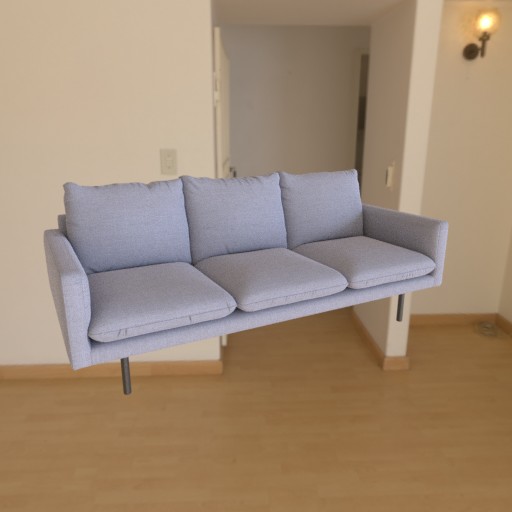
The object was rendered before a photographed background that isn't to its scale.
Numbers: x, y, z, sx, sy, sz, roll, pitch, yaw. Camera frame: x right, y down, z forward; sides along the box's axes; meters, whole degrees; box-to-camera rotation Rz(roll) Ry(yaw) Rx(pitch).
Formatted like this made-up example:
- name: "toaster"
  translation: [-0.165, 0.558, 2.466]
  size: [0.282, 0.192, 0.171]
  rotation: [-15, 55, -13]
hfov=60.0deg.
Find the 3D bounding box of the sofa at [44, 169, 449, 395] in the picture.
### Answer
- name: "sofa"
  translation: [0.000, 0.000, 2.376]
  size: [2.000, 0.830, 0.850]
  rotation: [-8, 18, -27]
